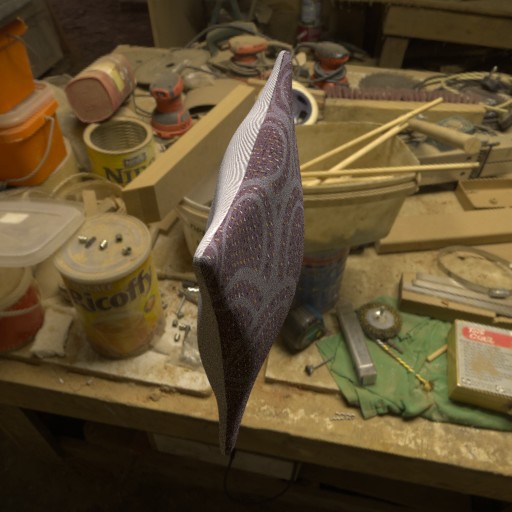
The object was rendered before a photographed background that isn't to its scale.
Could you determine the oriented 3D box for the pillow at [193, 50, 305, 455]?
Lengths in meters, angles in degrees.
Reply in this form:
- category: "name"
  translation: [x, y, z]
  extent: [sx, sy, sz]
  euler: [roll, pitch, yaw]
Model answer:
- category: "pillow"
  translation: [0.000, 0.000, 0.781]
  extent: [0.163, 0.513, 0.514]
  euler: [9, 47, 8]
